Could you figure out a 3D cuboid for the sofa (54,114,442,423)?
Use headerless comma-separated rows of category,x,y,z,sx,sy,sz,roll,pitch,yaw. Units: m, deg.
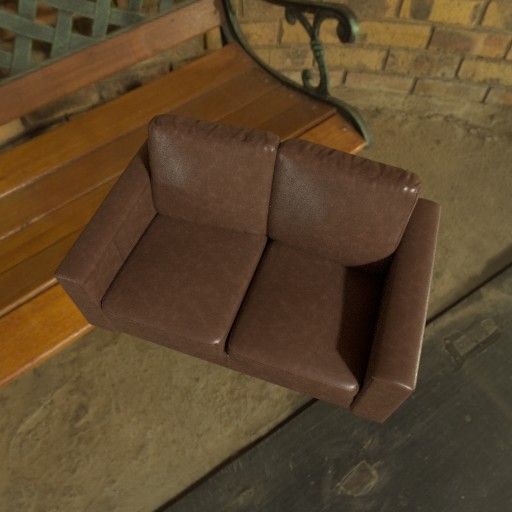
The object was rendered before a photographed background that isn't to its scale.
sofa,0.000,0.000,2.179,1.616,0.873,1.016,16,58,10
